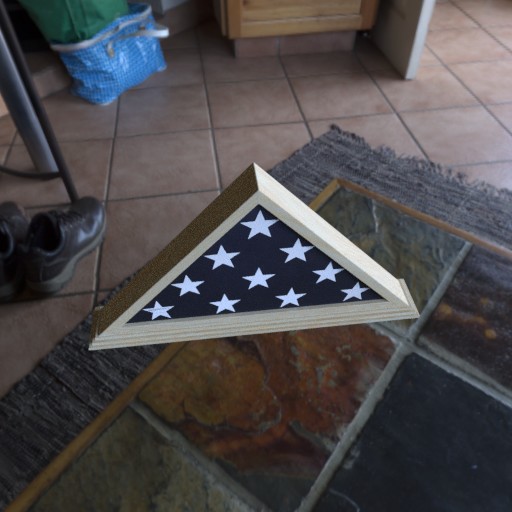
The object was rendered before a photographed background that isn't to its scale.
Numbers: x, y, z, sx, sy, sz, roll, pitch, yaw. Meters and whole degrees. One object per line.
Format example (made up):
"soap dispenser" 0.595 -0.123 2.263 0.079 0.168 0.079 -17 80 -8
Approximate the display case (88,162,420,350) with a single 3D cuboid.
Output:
"display case" 0.000 0.000 0.761 0.640 0.340 0.095 -5 48 -4
